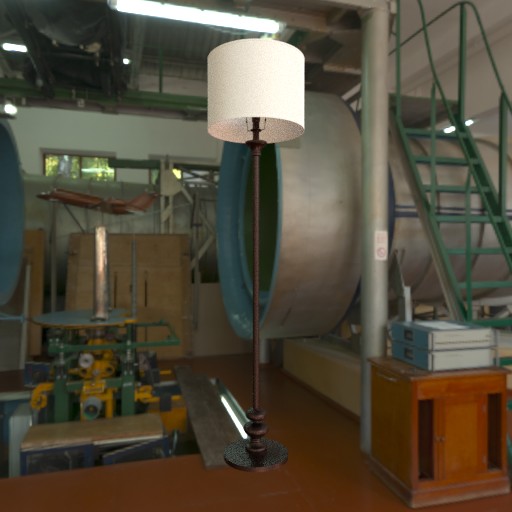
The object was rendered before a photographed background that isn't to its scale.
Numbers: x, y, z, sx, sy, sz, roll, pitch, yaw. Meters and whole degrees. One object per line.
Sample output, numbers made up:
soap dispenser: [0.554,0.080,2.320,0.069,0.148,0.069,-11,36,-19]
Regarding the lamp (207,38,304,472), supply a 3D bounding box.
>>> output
lamp: [0.000,0.000,1.642,0.356,1.487,0.356,0,0,18]
